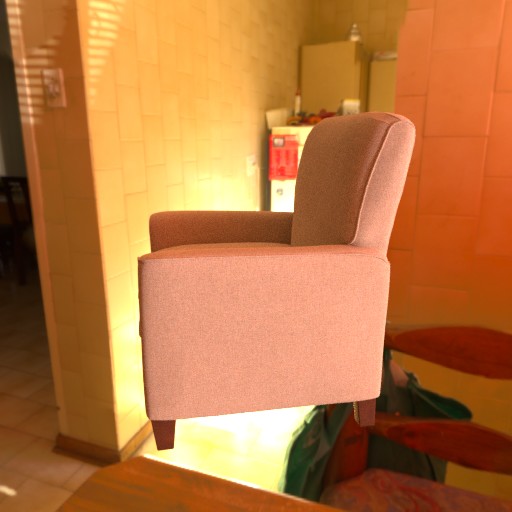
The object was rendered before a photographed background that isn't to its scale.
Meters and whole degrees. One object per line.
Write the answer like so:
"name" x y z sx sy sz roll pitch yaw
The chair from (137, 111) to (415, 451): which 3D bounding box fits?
"chair" 0.000 0.000 1.669 0.859 1.023 0.845 -3 15 -10
